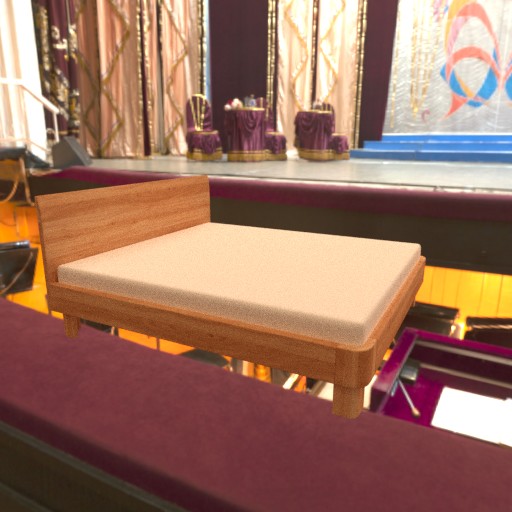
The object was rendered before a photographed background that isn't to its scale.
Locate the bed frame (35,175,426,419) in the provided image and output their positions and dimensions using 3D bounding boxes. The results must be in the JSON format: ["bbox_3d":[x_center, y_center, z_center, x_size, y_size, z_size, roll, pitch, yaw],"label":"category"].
[{"bbox_3d":[0.000,0.000,3.171,2.092,0.940,1.872,8,17,27],"label":"bed frame"}]
